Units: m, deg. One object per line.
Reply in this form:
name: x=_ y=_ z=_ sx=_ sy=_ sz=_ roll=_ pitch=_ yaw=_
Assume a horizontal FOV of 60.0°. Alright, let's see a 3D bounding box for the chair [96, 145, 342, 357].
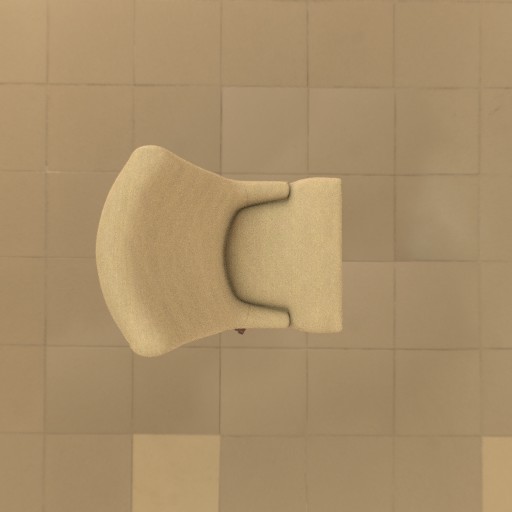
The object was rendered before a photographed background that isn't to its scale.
chair: x=0.000 y=0.000 z=1.435 sx=0.696 sy=1.010 sz=0.645 roll=0 pitch=89 yaw=0
